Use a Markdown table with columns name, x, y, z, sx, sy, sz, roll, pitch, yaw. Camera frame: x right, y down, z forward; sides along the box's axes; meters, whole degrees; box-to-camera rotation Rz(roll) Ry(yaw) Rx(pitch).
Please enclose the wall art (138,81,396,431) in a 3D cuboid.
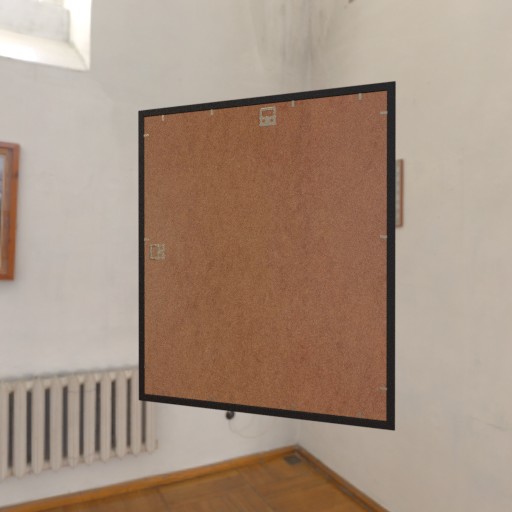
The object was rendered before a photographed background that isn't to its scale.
| name | x | y | z | sx | sy | sz | roll | pitch | yaw |
| --- | --- | --- | --- | --- | --- | --- | --- | --- | --- |
| wall art | 0.000 | 0.000 | 0.931 | 0.559 | 0.660 | 0.018 | 0 | 0 | 18 |
